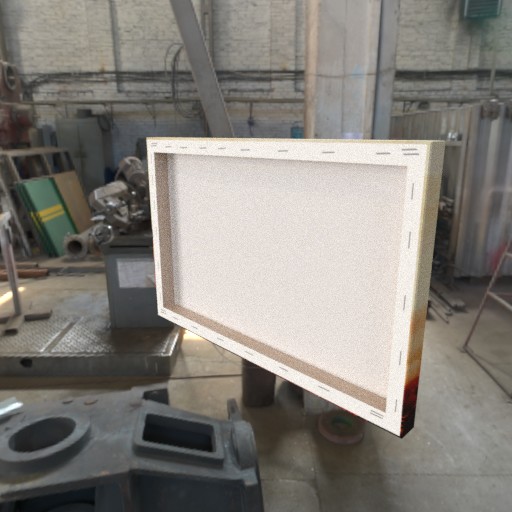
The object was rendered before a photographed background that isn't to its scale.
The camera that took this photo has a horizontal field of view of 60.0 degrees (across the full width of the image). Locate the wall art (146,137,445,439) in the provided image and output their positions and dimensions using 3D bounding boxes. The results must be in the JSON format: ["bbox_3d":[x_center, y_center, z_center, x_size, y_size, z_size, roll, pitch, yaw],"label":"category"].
[{"bbox_3d":[0.000,0.000,0.786,0.040,0.402,0.613,-15,21,-43],"label":"wall art"}]
